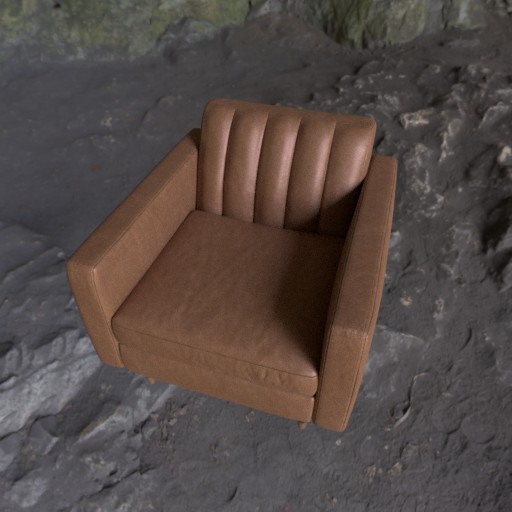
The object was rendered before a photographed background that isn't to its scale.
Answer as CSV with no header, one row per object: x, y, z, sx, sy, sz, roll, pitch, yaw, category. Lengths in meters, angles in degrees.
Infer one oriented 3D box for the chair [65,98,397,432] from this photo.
0.000,0.000,1.711,0.953,0.819,0.998,12,43,13,chair
